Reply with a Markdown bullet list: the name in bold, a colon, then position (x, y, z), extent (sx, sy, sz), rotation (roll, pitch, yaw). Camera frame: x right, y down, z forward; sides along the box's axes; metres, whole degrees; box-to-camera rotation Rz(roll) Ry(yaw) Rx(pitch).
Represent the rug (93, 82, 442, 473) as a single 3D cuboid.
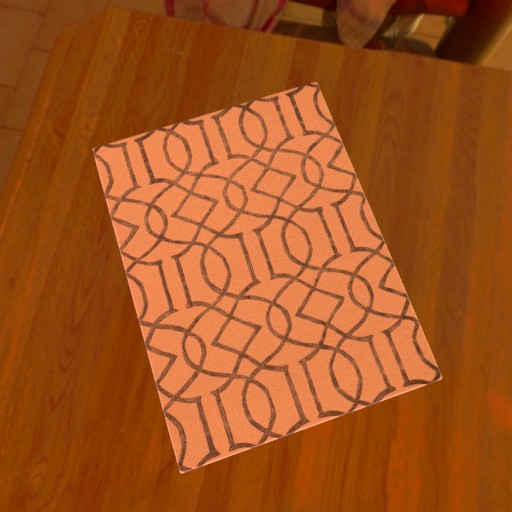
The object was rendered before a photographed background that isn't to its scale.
- **rug**: position (0.000, 0.000, 3.841), extent (2.211, 0.021, 2.910), rotation (-18, 76, -5)
